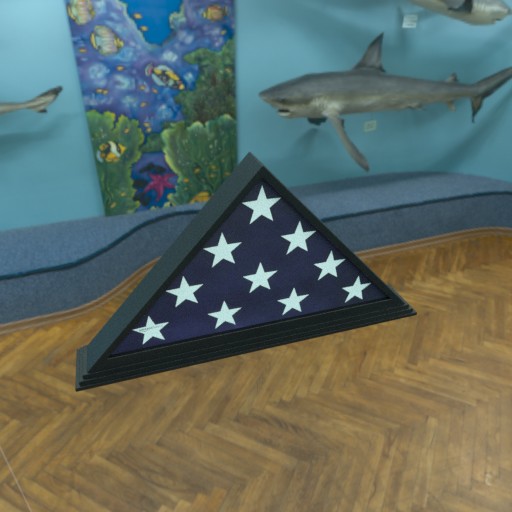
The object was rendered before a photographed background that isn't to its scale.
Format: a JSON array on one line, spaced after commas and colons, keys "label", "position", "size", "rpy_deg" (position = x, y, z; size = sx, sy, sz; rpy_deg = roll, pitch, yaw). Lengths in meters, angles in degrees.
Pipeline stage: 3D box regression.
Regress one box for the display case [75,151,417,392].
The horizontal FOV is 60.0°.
[{"label": "display case", "position": [0.000, 0.000, 0.747], "size": [0.640, 0.340, 0.095], "rpy_deg": [-10, 33, -15]}]
